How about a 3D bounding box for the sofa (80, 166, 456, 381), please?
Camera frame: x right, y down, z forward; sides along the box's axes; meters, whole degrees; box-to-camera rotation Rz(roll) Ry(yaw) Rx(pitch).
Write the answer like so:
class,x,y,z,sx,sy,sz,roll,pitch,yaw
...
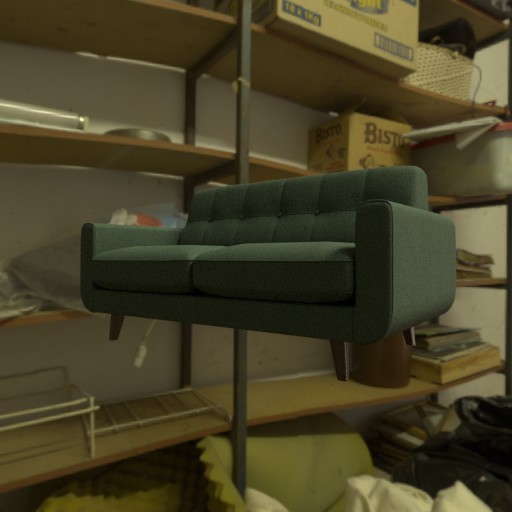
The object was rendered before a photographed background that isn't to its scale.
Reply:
class,x,y,z,sx,sy,sz,roll,pitch,yaw
sofa,0.000,0.000,2.152,1.631,0.841,0.909,0,0,36
